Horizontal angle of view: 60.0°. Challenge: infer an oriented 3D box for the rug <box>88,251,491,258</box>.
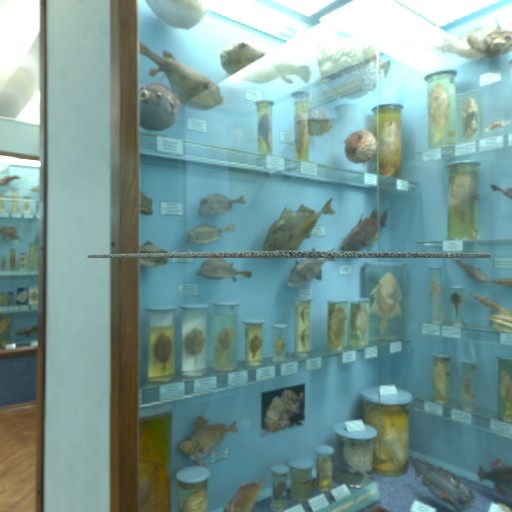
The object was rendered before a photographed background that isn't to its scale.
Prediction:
[{"bbox_3d":[0.000,0.000,3.438,1.778,0.030,2.743,0,0,-37],"label":"rug"}]
